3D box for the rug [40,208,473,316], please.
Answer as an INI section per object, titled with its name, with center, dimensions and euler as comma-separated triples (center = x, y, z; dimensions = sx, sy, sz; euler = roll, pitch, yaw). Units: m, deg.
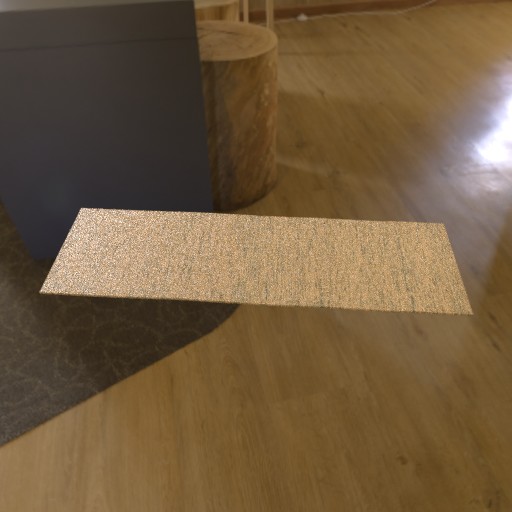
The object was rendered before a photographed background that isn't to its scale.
[rug]
center = 0.000, 0.000, 2.565
dimensions = 2.290, 0.014, 0.700
euler = 3, 47, 2
